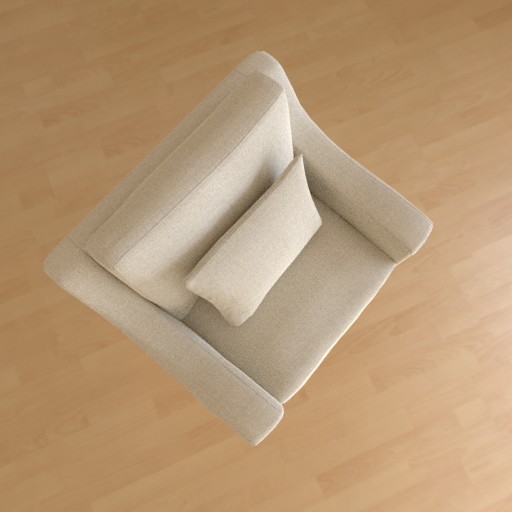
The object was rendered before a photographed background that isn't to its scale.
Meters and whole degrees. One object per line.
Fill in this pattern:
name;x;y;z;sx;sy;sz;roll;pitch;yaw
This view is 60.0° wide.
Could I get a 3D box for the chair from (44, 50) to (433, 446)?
chair;0.000;0.000;1.890;1.009;1.016;1.178;40;80;9
